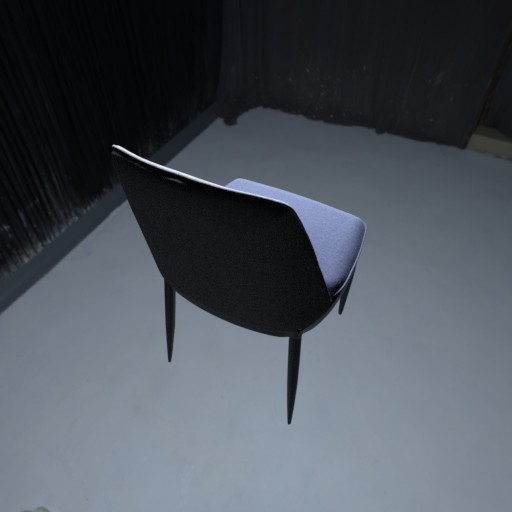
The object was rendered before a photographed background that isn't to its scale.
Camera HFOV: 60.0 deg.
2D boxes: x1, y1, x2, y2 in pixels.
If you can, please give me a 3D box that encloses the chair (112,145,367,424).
[{"bbox_3d":[0.000,0.000,1.171,0.488,0.855,0.550,21,50,19],"label":"chair"}]
